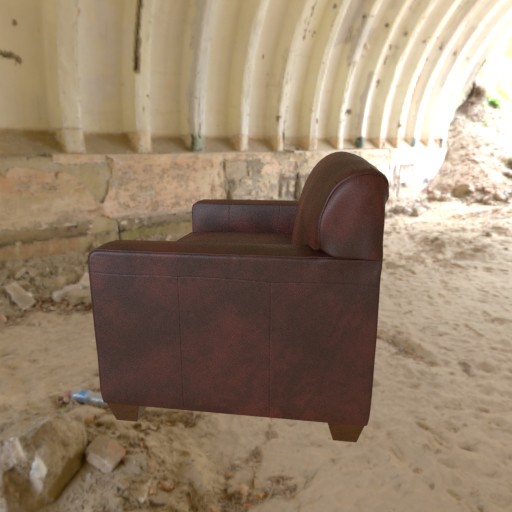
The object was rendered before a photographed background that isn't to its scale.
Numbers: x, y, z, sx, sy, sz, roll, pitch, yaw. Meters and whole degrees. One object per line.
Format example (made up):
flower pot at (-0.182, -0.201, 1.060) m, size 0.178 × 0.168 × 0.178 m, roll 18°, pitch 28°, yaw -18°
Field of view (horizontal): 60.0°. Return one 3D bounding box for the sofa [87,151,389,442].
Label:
sofa at (0.000, 0.000, 2.080) m, size 1.000 × 0.956 × 1.413 m, roll 2°, pitch 14°, yaw 8°
